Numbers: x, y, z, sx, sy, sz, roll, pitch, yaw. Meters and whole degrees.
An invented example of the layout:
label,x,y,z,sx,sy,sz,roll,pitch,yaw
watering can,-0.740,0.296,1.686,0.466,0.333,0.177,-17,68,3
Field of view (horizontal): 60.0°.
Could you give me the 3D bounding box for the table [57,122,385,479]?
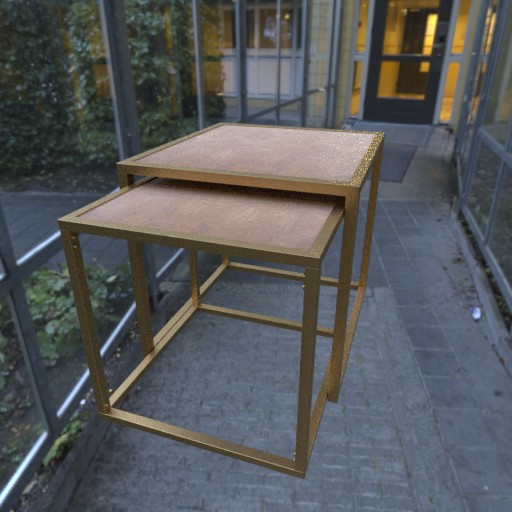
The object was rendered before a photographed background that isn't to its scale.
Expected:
label,x,y,z,sx,sy,sz,roll,pitch,yaw
table,0.000,0.000,1.103,0.505,0.505,0.762,9,27,17
